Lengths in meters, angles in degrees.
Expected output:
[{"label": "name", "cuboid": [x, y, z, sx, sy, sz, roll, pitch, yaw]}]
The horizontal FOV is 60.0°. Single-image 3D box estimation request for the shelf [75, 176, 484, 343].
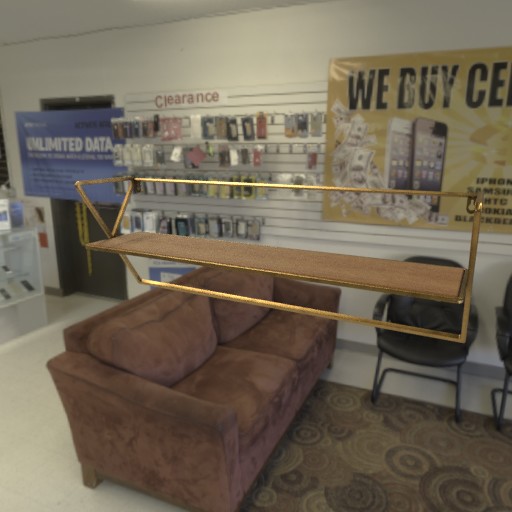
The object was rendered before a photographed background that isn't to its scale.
[{"label": "shelf", "cuboid": [0.000, 0.000, 0.730, 0.645, 0.229, 0.150, 7, 16, 27]}]
